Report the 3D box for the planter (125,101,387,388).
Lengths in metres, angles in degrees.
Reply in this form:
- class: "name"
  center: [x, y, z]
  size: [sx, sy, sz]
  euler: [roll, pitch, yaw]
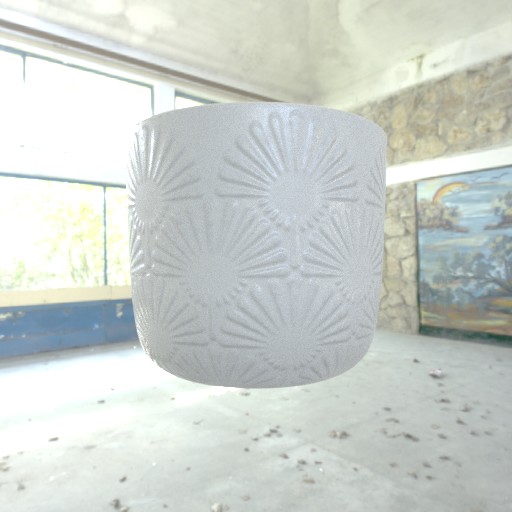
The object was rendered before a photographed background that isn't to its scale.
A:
- class: "planter"
  center: [0.000, 0.000, 0.218]
  size: [0.124, 0.109, 0.124]
  euler: [0, 0, 0]
